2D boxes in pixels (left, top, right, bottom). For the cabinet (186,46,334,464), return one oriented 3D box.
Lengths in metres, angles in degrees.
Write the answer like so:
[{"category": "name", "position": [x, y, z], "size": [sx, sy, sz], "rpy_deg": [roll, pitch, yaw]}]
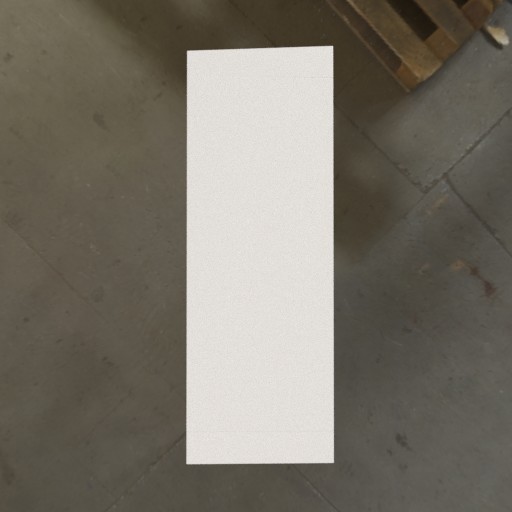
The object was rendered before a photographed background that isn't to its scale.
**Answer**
[{"category": "cabinet", "position": [0.000, 0.000, 1.623], "size": [0.348, 1.150, 0.990], "rpy_deg": [0, 89, -1]}]
